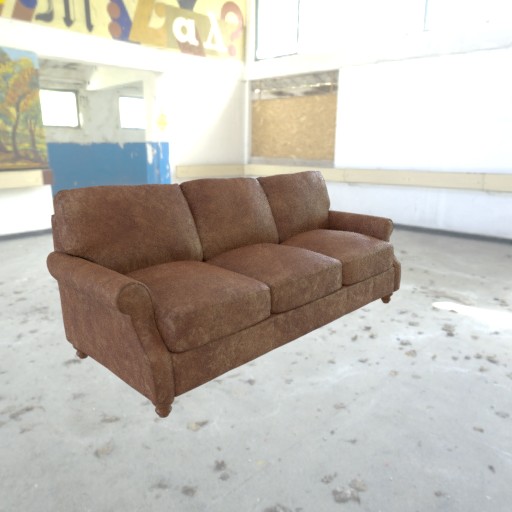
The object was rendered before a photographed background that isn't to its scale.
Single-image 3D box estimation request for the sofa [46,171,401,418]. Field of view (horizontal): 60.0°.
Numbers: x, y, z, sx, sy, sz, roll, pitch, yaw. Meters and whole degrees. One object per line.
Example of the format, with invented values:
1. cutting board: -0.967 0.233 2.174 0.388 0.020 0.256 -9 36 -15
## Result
1. sofa: 0.000 0.000 2.852 0.973 0.977 2.351 14 20 43
